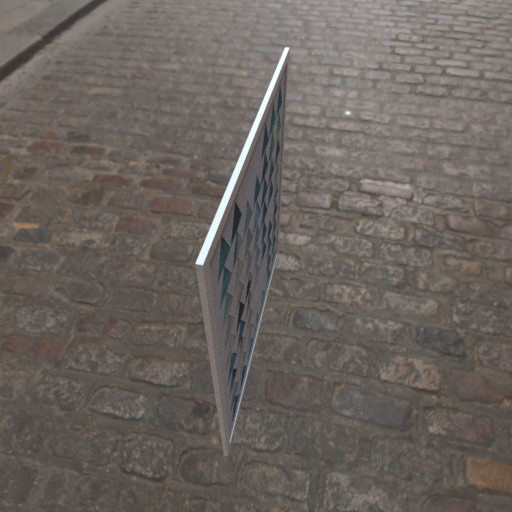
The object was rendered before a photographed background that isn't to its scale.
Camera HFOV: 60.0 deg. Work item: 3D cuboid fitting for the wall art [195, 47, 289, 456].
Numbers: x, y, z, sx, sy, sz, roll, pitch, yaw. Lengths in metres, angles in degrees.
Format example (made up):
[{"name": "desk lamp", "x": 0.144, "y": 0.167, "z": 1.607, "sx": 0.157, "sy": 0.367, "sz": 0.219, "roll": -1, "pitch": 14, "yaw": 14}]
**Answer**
[{"name": "wall art", "x": 0.000, "y": 0.000, "z": 0.691, "sx": 0.007, "sy": 0.456, "sz": 0.456, "roll": 9, "pitch": 48, "yaw": 8}]
